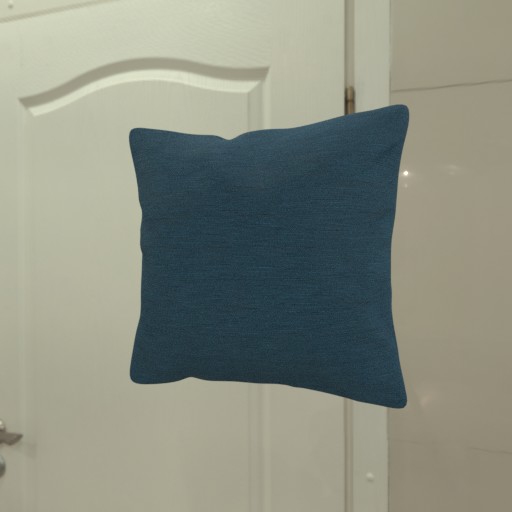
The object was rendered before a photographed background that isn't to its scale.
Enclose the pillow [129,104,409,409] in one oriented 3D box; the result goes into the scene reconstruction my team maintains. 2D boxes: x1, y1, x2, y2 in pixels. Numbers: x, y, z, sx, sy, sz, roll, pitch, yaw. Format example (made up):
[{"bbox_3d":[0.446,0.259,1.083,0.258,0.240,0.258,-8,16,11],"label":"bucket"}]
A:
[{"bbox_3d":[0.000,0.000,0.670,0.437,0.420,0.177,0,1,17],"label":"pillow"}]
